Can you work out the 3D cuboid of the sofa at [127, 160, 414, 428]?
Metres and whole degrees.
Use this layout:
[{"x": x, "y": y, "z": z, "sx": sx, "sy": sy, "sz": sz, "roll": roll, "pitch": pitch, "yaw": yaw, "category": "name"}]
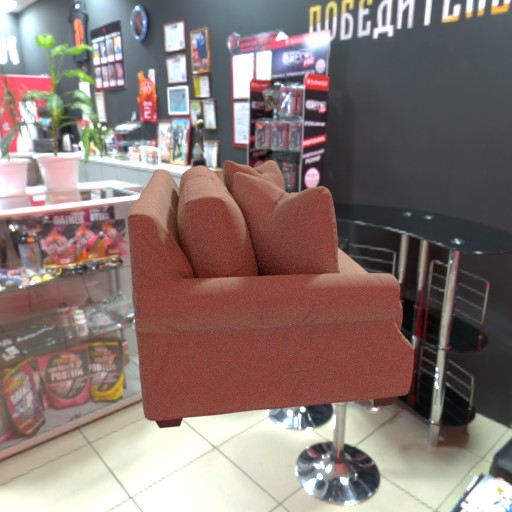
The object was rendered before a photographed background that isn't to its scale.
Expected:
[{"x": 0.000, "y": 0.000, "z": 2.247, "sx": 1.070, "sy": 0.905, "sz": 1.550, "roll": -3, "pitch": 17, "yaw": -8, "category": "sofa"}]
